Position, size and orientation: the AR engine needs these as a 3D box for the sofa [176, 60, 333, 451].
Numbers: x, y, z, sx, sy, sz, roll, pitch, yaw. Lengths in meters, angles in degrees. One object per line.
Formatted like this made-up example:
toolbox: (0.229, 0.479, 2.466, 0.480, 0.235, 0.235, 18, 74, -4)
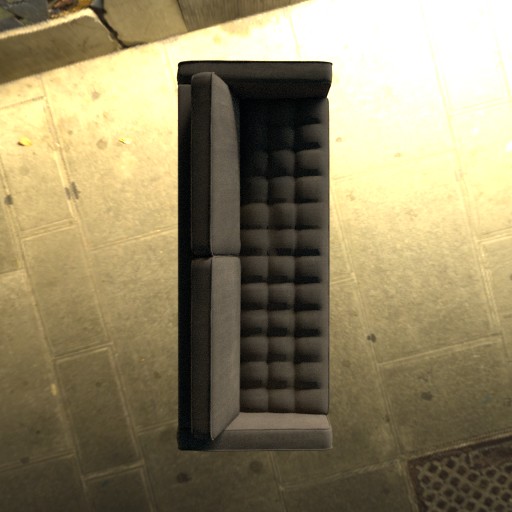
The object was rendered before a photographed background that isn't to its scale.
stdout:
sofa: (0.000, 0.000, 2.728, 0.923, 0.813, 2.295, 0, 90, 0)
